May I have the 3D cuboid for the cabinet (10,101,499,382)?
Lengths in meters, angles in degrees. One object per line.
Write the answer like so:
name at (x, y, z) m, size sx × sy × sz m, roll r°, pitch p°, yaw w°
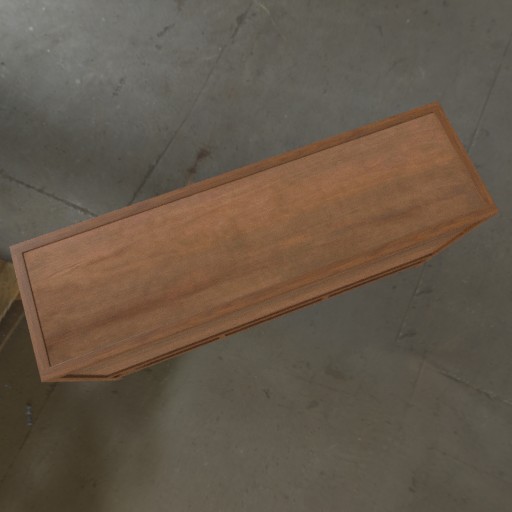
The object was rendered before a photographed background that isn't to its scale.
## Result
cabinet at (0.000, 0.000, 2.001) m, size 1.708 × 0.820 × 0.522 m, roll -20°, pitch 76°, yaw -5°
